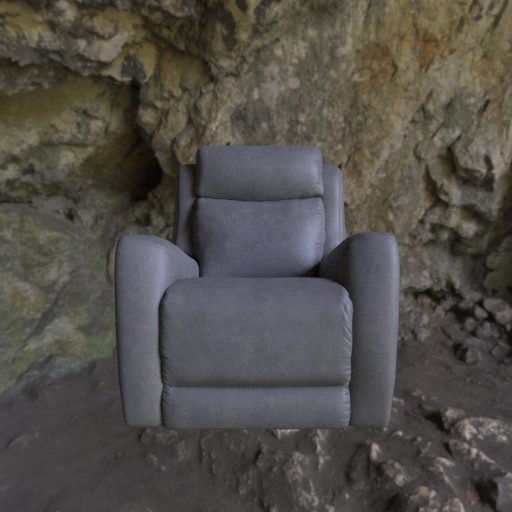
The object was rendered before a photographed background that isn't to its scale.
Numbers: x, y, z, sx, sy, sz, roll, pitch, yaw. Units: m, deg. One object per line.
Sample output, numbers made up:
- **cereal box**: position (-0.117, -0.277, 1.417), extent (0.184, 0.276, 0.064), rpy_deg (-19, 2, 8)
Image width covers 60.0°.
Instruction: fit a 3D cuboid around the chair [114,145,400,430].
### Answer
- **chair**: position (0.000, 0.000, 1.924), extent (0.967, 1.116, 1.068), rpy_deg (0, 2, 1)
